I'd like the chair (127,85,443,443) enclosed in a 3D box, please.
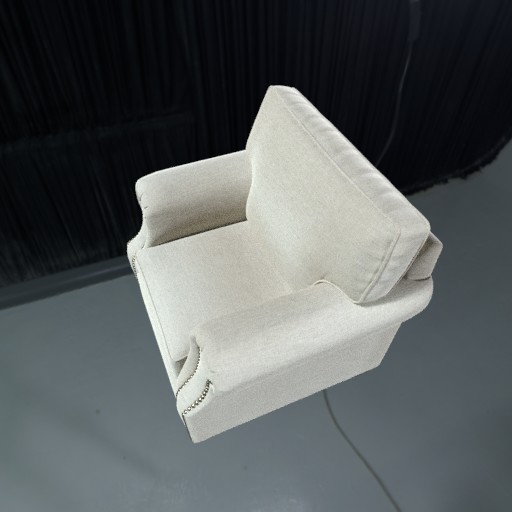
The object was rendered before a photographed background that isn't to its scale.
[{"bbox_3d":[0.000,0.000,1.825,0.965,0.961,1.092,-18,49,-16],"label":"chair"}]
